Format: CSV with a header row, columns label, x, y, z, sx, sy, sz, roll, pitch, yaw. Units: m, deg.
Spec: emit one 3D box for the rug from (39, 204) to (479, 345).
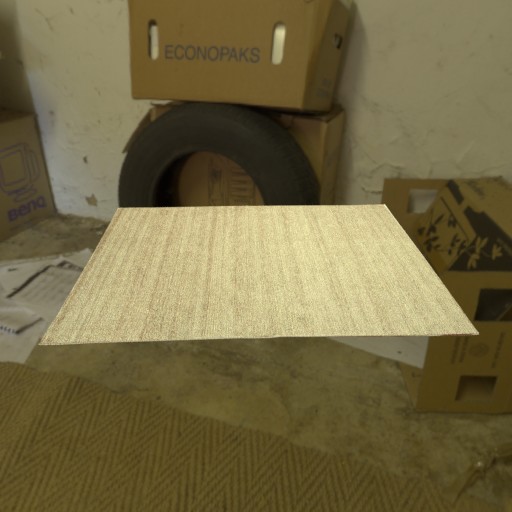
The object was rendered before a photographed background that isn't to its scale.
label,x,y,z,sx,sy,sz,roll,pitch,yaw
rug,0.000,0.000,4.242,3.202,0.045,2.434,-1,29,-2
